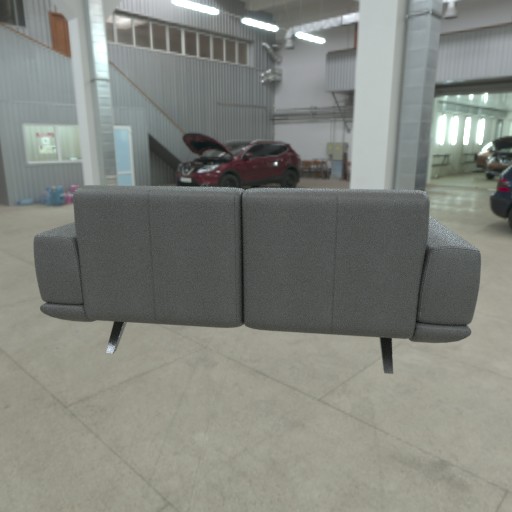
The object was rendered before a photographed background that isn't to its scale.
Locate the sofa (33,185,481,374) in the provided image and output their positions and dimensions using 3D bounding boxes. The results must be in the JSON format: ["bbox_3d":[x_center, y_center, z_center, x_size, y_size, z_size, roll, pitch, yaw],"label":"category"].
[{"bbox_3d":[0.000,0.000,2.281,1.901,0.772,0.900,2,15,8],"label":"sofa"}]
